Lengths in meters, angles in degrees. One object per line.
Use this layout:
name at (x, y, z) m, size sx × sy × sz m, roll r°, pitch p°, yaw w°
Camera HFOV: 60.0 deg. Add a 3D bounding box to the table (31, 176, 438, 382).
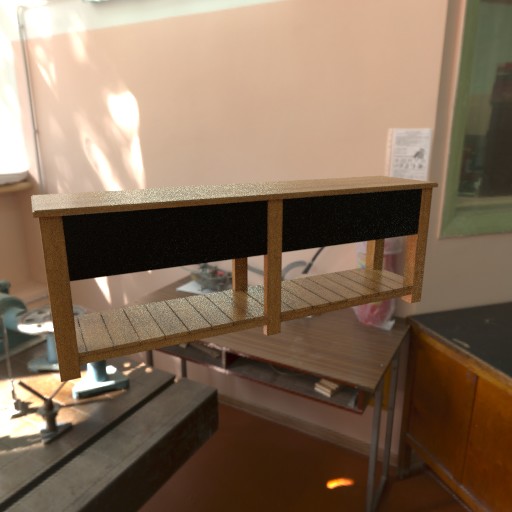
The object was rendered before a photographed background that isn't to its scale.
table at (0.000, 0.000, 2.080) m, size 1.815 × 0.635 × 0.425 m, roll -8°, pitch 17°, yaw -26°
